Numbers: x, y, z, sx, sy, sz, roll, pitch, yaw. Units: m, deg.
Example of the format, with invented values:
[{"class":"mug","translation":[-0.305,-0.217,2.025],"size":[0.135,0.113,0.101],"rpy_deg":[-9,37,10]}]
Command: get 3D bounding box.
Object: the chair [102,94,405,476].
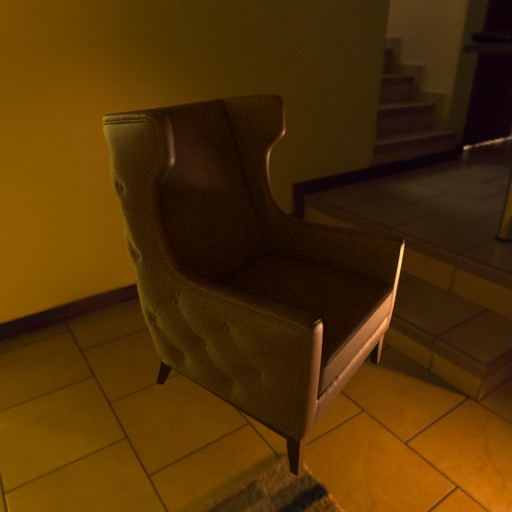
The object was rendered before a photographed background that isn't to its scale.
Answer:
[{"class":"chair","translation":[0.000,0.000,1.662],"size":[0.899,1.079,0.769],"rpy_deg":[17,30,31]}]
